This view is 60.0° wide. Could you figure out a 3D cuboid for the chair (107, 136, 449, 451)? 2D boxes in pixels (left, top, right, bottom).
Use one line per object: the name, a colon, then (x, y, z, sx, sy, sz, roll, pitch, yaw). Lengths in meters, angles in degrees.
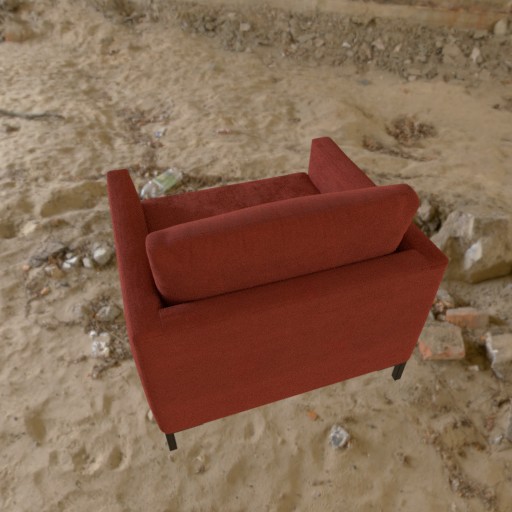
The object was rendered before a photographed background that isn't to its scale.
chair: (0.000, 0.000, 1.648, 0.964, 0.812, 0.875, -12, 43, -14)
